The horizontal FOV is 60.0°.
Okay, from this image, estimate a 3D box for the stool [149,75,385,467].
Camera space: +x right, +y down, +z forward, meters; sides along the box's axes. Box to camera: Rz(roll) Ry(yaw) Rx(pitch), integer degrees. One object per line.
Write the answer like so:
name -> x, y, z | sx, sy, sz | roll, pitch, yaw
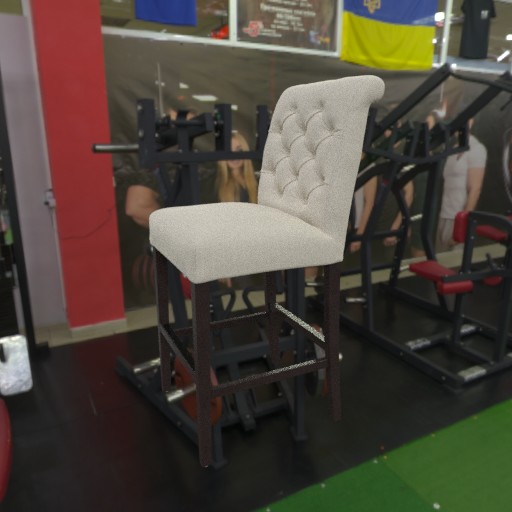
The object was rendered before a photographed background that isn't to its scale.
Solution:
stool -> 0.000, 0.000, 1.478 | 0.610, 1.118, 0.482 | -8, 17, -25
